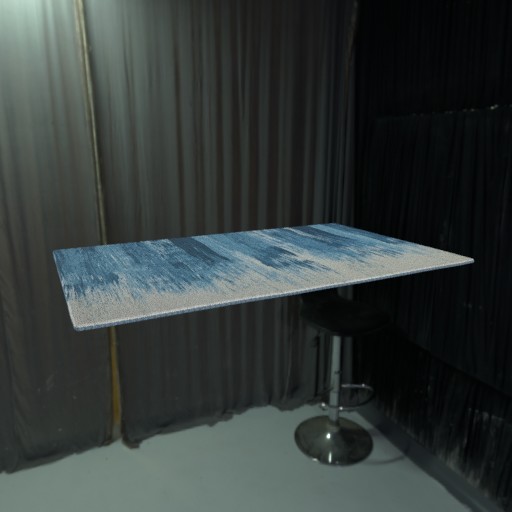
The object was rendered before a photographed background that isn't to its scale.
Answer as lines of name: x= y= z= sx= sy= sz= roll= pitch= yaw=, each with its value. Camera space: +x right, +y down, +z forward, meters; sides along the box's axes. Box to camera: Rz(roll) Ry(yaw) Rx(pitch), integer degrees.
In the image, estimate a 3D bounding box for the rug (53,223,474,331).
rug: x=0.000 y=0.000 z=3.004 sx=2.450 sy=0.027 sz=1.540 roll=-7 pitch=16 yaw=-26
